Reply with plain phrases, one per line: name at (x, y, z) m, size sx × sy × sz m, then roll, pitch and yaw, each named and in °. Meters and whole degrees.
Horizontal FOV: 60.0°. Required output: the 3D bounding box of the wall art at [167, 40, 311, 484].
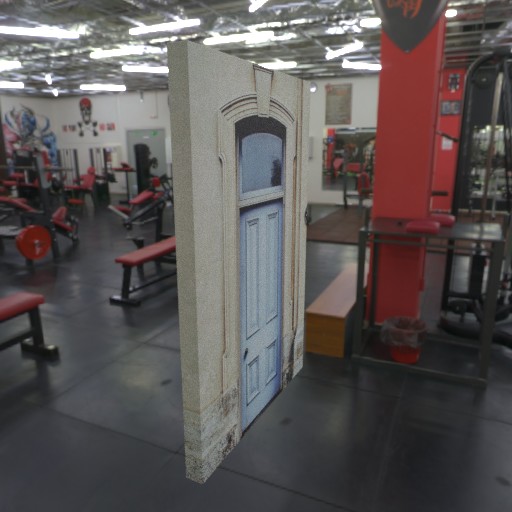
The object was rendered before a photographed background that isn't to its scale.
wall art at (0.000, 0.000, 0.964) m, size 0.038 × 0.764 × 0.508 m, roll 7°, pitch 16°, yaw 26°
